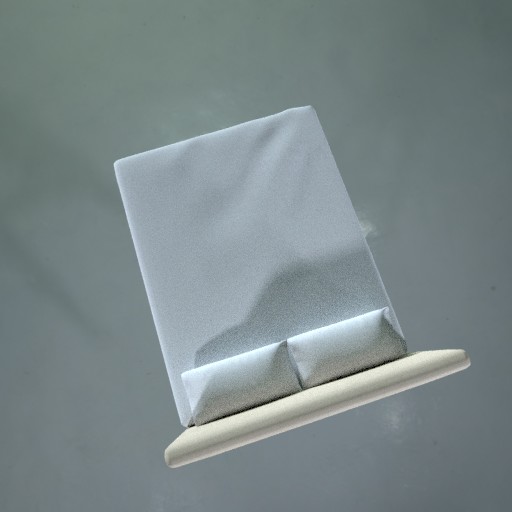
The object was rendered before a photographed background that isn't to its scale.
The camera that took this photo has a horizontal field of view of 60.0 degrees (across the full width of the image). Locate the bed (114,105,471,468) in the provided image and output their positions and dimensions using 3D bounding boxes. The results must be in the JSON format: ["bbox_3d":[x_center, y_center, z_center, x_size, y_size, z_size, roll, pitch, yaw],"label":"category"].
[{"bbox_3d":[0.000,0.000,3.101,1.723,1.330,2.142,-17,77,-4],"label":"bed"}]
